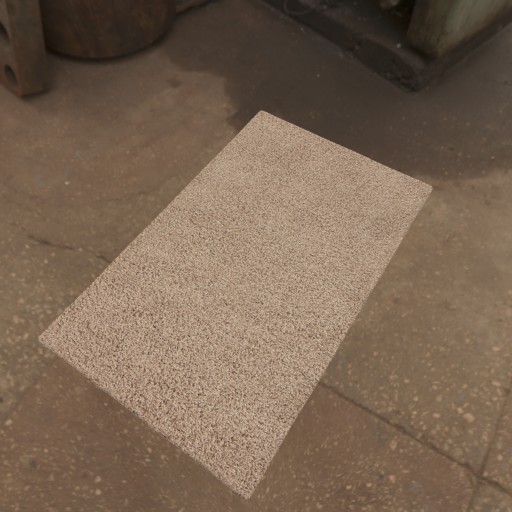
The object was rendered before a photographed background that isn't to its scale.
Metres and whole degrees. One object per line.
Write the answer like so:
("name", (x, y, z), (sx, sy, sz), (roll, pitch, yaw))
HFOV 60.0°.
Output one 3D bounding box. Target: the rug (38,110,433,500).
("rug", (0.000, 0.000, 2.959), (1.524, 0.030, 2.438), (30, 63, 17))
